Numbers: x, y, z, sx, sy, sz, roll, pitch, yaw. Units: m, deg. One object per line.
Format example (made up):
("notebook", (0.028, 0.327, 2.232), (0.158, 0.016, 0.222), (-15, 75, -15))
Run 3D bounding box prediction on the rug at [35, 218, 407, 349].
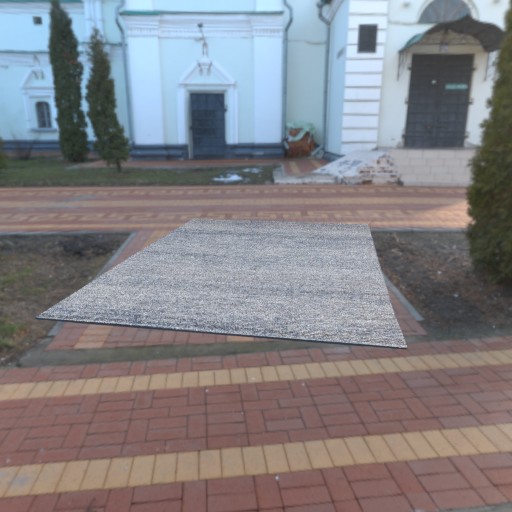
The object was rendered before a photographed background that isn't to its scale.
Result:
("rug", (0.000, 0.000, 2.972), (1.624, 0.030, 2.349), (3, 16, 10))
